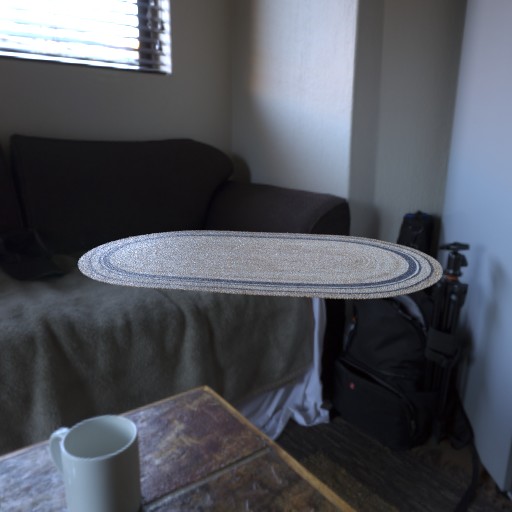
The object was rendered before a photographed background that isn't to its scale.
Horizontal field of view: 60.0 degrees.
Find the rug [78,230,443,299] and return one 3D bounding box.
[{"bbox_3d":[0.000,0.000,3.084,2.432,0.006,1.520,3,16,9],"label":"rug"}]
